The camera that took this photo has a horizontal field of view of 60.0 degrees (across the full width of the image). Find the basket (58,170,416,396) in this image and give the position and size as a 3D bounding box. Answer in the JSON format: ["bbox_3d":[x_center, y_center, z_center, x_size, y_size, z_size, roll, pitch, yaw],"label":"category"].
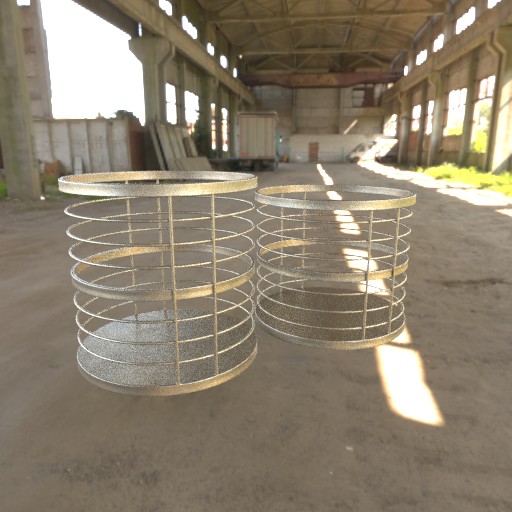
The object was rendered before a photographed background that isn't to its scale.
[{"bbox_3d":[0.000,0.000,0.951,0.746,0.351,0.356,-7,16,-25],"label":"basket"}]
